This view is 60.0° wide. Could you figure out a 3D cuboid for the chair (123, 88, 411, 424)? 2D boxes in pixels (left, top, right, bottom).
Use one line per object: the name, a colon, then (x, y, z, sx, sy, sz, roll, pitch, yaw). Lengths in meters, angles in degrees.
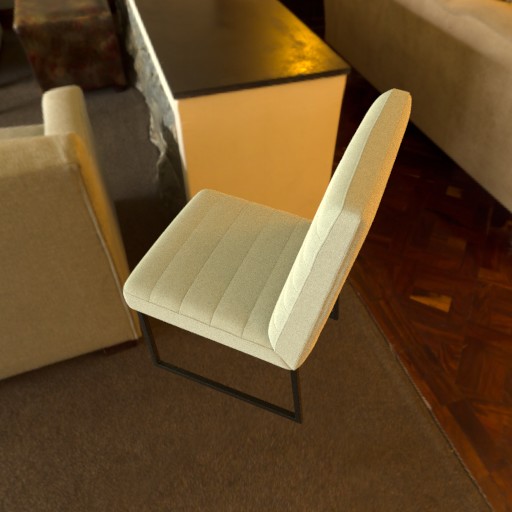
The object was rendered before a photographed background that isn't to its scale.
chair: (0.000, 0.000, 1.319, 0.634, 0.930, 0.520, 17, 49, 15)
